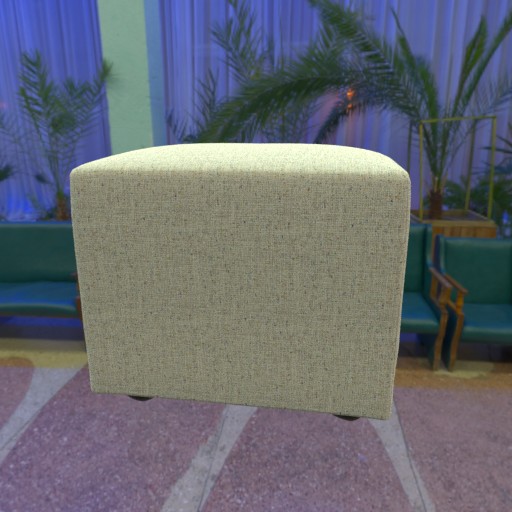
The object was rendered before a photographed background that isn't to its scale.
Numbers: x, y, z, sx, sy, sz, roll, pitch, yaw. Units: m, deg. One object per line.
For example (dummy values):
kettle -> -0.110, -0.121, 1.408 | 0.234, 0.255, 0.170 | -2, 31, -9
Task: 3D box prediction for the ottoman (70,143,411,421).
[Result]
ottoman -> 0.000, 0.000, 0.921 | 0.521, 0.453, 0.512 | 2, 16, 8
